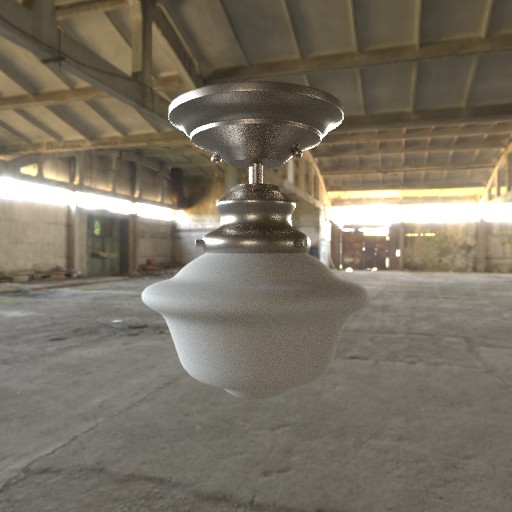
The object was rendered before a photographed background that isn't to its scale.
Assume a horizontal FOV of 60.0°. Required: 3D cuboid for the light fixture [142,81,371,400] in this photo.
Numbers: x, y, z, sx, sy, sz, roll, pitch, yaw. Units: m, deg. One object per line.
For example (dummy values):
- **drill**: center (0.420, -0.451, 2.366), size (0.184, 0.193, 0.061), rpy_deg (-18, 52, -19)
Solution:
- **light fixture**: center (0.000, 0.000, 0.396), size (0.199, 0.254, 0.199), rpy_deg (0, 0, 0)
